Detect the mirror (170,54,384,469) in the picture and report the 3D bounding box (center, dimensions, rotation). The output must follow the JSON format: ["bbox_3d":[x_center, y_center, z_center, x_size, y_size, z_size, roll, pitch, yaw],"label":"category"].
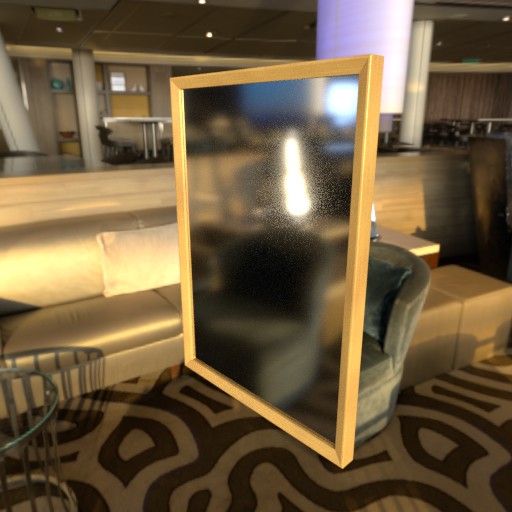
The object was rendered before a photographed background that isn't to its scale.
[{"bbox_3d":[0.000,0.000,0.910,0.039,0.710,0.507,-16,23,-41],"label":"mirror"}]
